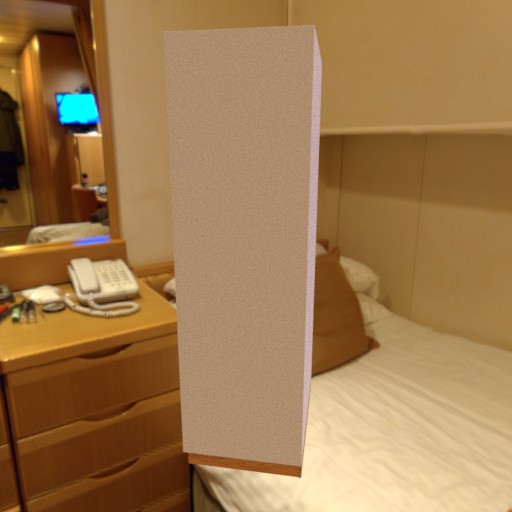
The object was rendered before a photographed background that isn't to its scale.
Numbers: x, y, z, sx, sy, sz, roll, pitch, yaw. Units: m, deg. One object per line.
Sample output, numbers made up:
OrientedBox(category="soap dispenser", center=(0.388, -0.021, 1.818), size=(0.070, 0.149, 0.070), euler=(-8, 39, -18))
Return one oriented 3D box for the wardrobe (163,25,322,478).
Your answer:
OrientedBox(category="wardrobe", center=(0.000, 0.000, 2.384), size=(0.600, 2.040, 0.860), euler=(3, 15, 10))
